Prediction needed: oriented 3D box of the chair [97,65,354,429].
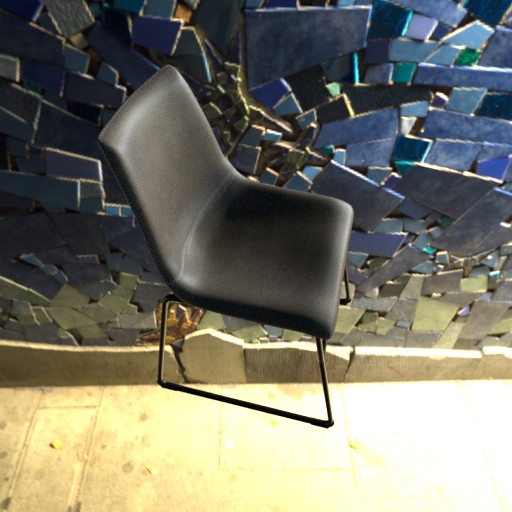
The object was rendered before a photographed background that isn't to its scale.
[{"bbox_3d":[0.000,0.000,1.126,0.550,0.780,0.460,11,47,10],"label":"chair"}]
